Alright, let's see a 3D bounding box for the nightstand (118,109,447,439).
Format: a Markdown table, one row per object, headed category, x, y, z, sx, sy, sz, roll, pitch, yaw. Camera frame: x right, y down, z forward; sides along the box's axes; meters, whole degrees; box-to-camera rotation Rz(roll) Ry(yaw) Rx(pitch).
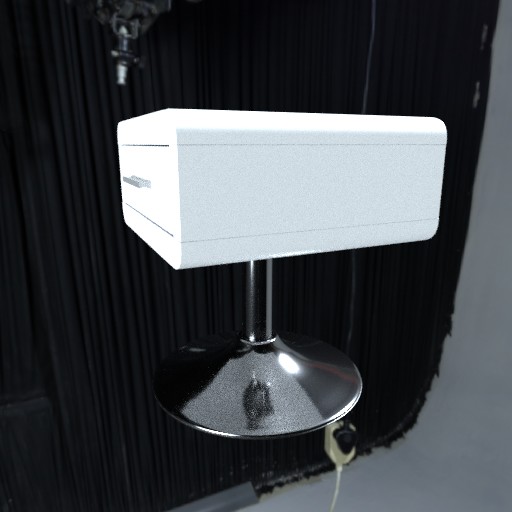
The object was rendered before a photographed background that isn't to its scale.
| category | x | y | z | sx | sy | sz | roll | pitch | yaw |
| --- | --- | --- | --- | --- | --- | --- | --- | --- | --- |
| nightstand | 0.000 | 0.000 | 0.759 | 0.404 | 0.447 | 0.399 | -7 | 16 | -24 |
